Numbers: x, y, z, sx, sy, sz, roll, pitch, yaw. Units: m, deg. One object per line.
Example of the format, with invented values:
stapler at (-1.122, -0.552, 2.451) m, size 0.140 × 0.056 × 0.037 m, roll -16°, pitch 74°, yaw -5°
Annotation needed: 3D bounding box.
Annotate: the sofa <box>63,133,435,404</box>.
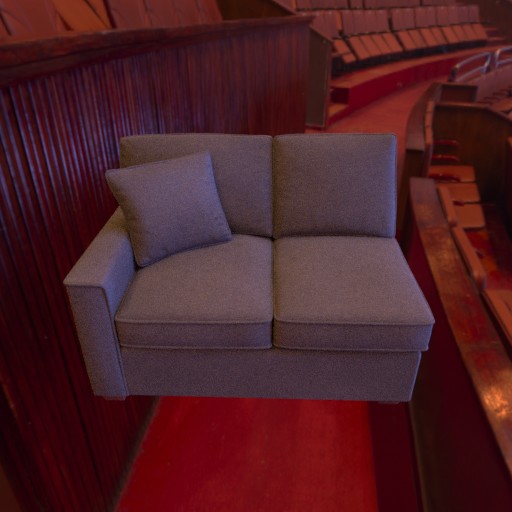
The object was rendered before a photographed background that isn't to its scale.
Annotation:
sofa at (0.000, 0.000, 2.071) m, size 1.388 × 0.989 × 0.991 m, roll 1°, pitch 30°, yaw 1°
